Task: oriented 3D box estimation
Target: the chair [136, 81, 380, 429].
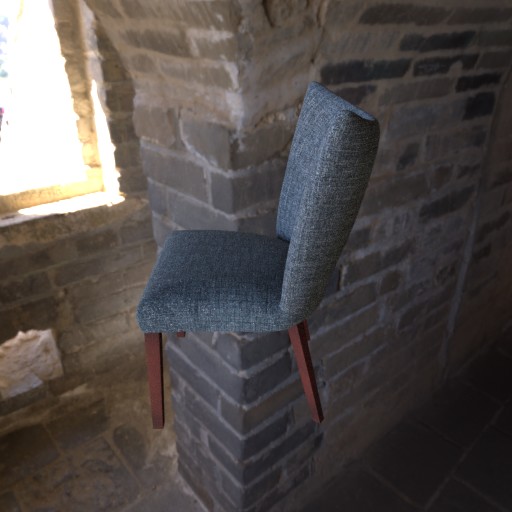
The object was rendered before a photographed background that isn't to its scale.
[{"bbox_3d":[0.000,0.000,1.321,0.623,0.924,0.535,0,27,0],"label":"chair"}]
